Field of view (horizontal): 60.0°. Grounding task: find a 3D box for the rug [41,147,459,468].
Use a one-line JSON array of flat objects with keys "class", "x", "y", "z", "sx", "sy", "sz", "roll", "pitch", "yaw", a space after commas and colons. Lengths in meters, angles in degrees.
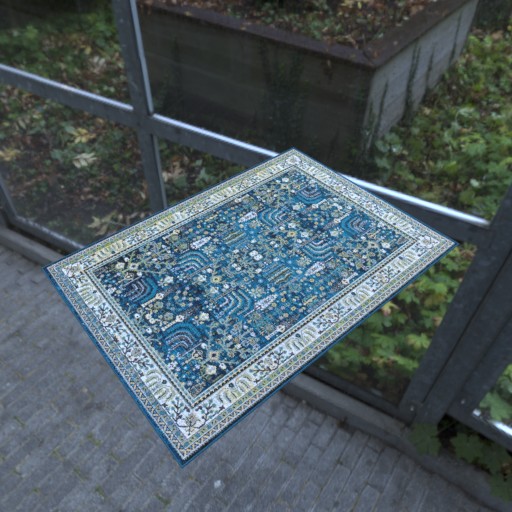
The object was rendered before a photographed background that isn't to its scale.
[{"class": "rug", "x": 0.000, "y": 0.000, "z": 2.884, "sx": 2.213, "sy": 0.013, "sz": 1.594, "roll": -31, "pitch": 53, "yaw": -27}]
